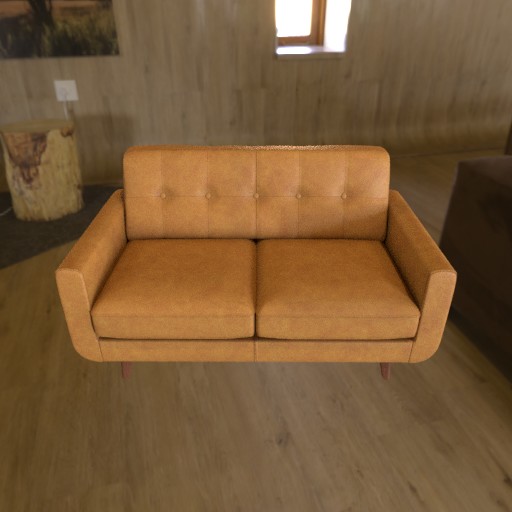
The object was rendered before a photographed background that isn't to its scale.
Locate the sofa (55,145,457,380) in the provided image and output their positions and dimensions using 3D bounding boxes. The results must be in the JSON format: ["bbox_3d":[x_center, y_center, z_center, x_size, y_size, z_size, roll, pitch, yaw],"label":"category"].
[{"bbox_3d":[0.000,0.000,2.264,1.651,0.925,0.952,0,30,0],"label":"sofa"}]
